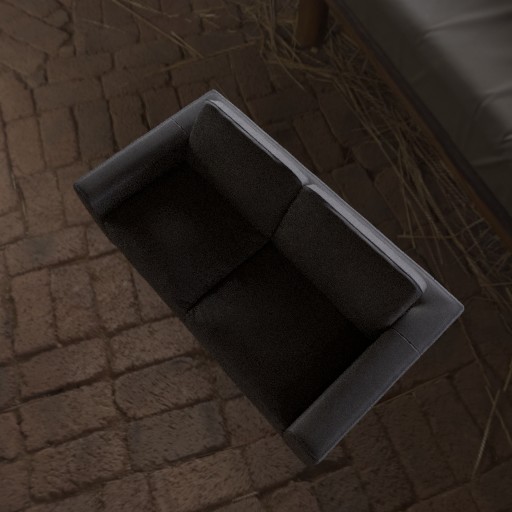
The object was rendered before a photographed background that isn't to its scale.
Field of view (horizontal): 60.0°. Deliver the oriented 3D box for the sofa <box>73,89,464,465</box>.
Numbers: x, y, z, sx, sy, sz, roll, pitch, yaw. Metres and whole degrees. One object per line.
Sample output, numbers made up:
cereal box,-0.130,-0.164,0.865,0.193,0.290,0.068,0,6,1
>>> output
sofa,0.000,0.000,2.452,1.070,0.800,1.920,-40,72,-16
